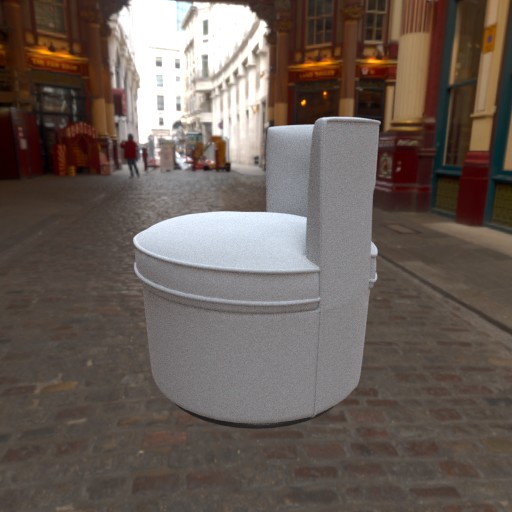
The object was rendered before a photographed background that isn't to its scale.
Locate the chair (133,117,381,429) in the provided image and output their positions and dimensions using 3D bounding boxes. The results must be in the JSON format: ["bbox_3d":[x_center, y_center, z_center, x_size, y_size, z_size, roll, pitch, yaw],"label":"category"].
[{"bbox_3d":[0.000,0.000,1.243,0.665,0.723,0.650,-2,15,-8],"label":"chair"}]
